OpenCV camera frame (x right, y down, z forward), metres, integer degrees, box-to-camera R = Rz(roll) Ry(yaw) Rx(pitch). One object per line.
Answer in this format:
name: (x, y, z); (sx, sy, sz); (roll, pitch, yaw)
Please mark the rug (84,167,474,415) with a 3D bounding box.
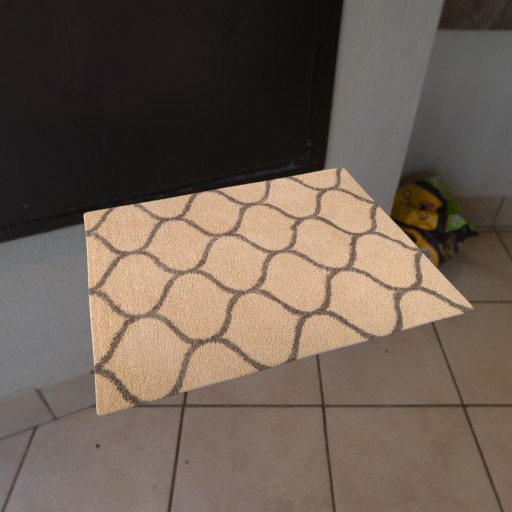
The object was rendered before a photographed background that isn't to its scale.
rug: (0.000, 0.000, 4.130); (3.000, 0.026, 2.399); (-12, 43, -14)
